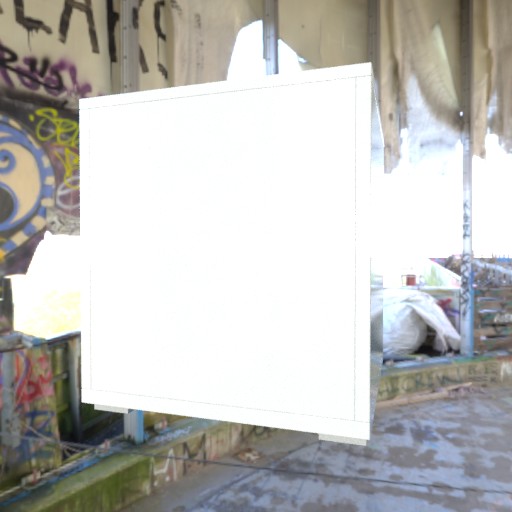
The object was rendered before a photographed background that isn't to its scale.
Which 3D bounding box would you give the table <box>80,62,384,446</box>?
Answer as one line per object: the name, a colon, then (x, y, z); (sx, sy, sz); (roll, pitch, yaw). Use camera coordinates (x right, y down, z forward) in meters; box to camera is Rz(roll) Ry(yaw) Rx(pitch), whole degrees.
table: (0.000, 0.000, 0.786); (0.420, 0.470, 0.400); (0, 1, 18)
